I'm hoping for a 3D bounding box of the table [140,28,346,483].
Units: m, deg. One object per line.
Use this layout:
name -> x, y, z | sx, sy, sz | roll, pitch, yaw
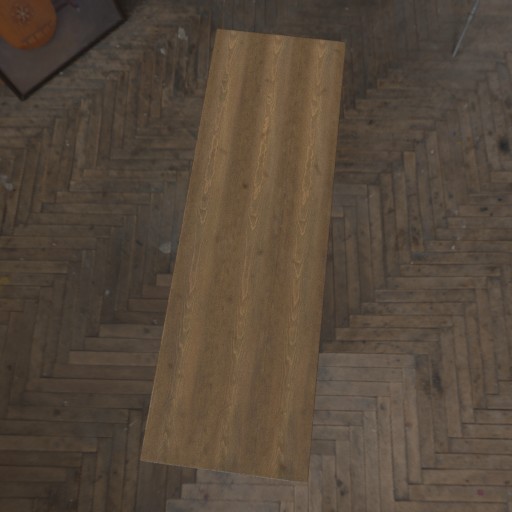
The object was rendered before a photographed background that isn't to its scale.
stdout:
table -> 0.000, 0.000, 2.079 | 0.551, 0.902, 1.700 | 7, 75, 2
